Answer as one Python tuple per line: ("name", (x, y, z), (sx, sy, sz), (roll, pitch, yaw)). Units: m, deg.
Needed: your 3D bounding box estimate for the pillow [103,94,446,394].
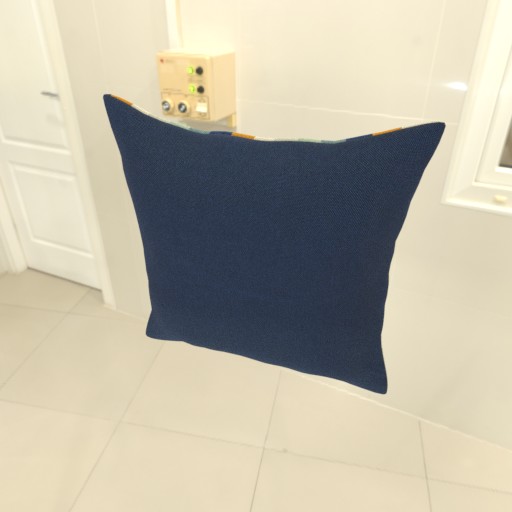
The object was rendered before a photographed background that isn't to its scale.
("pillow", (0.000, 0.000, 0.691), (0.463, 0.454, 0.173), (10, 33, 16))
